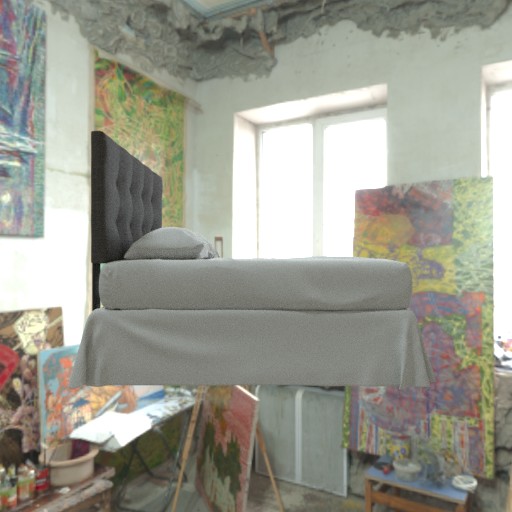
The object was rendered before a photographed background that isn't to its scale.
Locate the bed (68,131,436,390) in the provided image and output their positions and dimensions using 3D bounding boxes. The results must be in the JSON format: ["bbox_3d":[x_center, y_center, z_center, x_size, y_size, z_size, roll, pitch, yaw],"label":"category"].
[{"bbox_3d":[0.000,0.000,3.558,2.222,1.577,1.936,0,0,1],"label":"bed"}]
